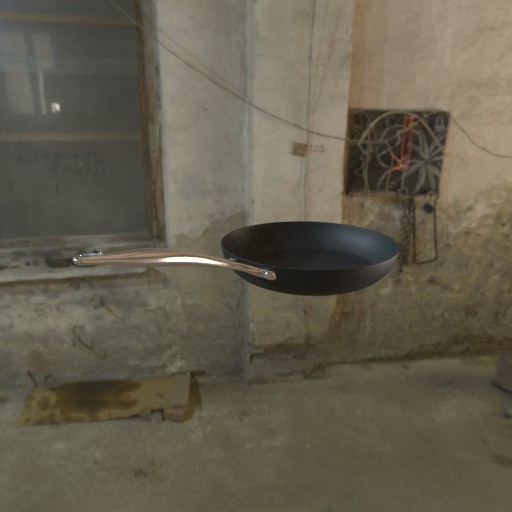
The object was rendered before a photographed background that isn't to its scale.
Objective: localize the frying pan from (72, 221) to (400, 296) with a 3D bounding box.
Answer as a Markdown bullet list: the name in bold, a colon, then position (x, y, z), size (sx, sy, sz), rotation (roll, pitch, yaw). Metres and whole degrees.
- **frying pan**: position (0.000, 0.000, 0.574), size (0.255, 0.105, 0.472), rotation (17, 24, 42)
